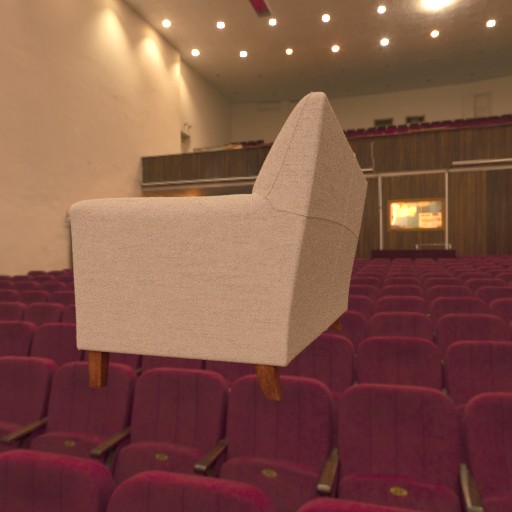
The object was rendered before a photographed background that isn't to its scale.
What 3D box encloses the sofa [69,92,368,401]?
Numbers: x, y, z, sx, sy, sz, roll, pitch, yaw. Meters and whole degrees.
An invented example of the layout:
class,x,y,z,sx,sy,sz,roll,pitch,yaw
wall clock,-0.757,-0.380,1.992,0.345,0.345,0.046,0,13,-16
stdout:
class,x,y,z,sx,sy,sz,roll,pitch,yaw
sofa,0.000,0.000,2.024,0.891,0.892,1.482,0,0,18
